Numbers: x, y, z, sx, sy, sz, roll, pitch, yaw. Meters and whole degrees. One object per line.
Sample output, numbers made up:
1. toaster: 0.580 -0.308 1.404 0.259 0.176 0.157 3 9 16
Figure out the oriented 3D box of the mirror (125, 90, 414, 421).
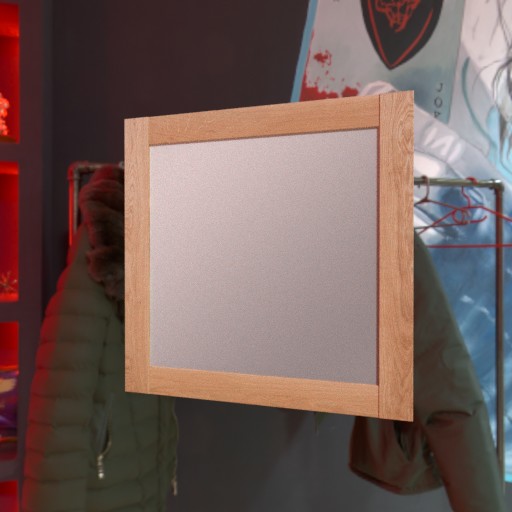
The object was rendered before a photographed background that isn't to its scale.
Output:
1. mirror: 0.000 0.000 1.195 0.800 0.800 0.020 0 0 17
